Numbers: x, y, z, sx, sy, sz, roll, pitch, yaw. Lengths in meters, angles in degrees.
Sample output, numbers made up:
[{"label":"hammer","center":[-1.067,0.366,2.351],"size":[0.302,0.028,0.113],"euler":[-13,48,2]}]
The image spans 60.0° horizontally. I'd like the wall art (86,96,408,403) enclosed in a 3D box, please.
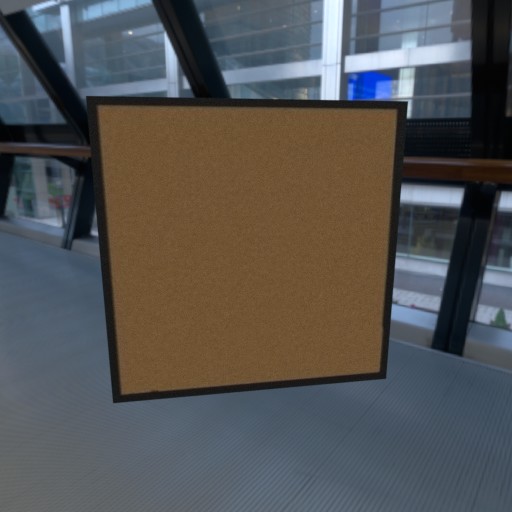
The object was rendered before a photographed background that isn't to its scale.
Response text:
[{"label":"wall art","center":[0.000,0.000,1.228],"size":[0.823,0.823,0.013],"euler":[-2,14,-9]}]
